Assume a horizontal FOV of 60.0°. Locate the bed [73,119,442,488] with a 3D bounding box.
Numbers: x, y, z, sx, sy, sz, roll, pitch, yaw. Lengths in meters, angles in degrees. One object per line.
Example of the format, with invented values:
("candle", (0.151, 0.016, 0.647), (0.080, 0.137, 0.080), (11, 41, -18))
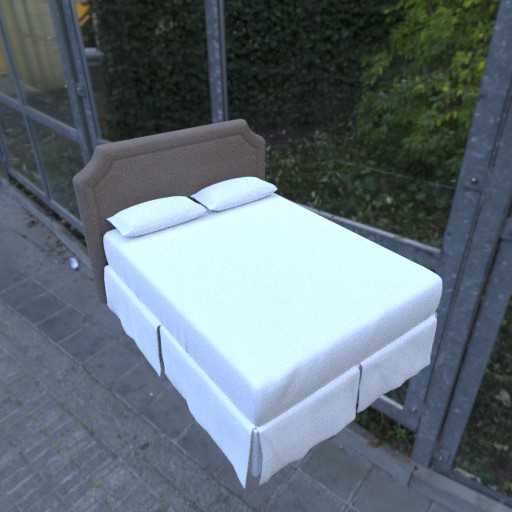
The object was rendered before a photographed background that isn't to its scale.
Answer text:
("bed", (0.000, 0.000, 3.077), (1.693, 1.290, 2.116), (-21, 37, -31))
